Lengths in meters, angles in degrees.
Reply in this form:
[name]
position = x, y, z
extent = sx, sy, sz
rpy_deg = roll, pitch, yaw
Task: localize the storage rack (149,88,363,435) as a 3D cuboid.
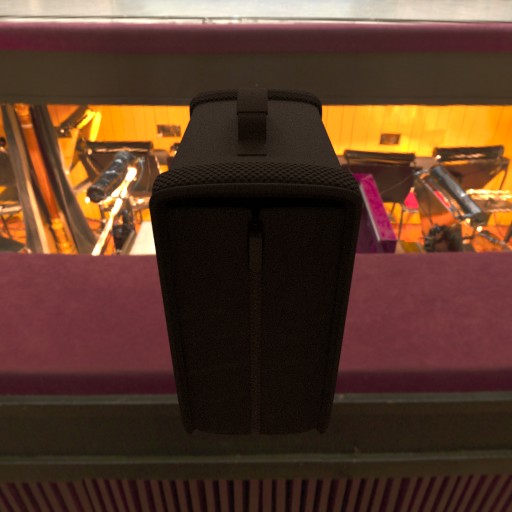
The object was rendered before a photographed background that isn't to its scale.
[storage rack]
position = 0.000, 0.000, 0.539
extent = 0.168, 0.387, 0.297
rpy_deg = 0, 34, 0
